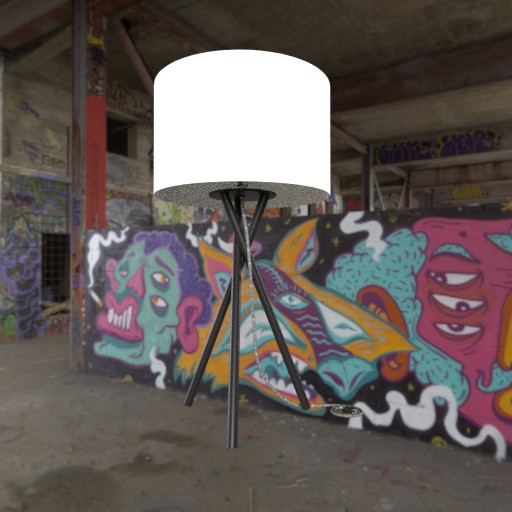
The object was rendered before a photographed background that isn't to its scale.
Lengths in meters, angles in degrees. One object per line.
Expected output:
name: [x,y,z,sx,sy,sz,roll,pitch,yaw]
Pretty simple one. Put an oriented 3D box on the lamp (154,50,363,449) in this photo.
lamp: [0.000,0.000,0.923,0.422,0.674,0.353,1,-2,-37]
